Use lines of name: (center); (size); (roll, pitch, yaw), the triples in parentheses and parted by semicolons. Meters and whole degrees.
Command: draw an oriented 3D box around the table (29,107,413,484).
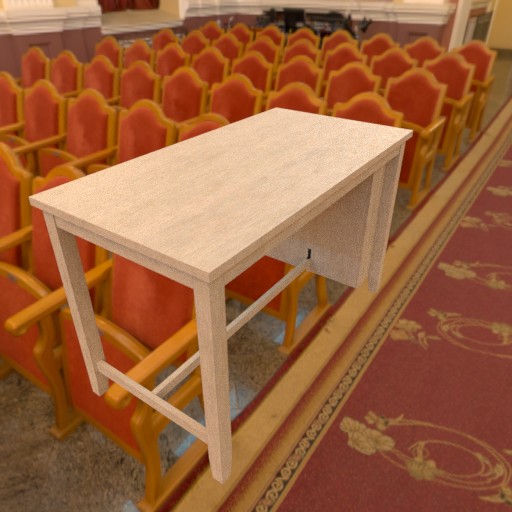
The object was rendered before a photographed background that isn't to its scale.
table: (0.000, 0.000, 1.901); (0.729, 0.874, 1.397); (20, 37, 29)
